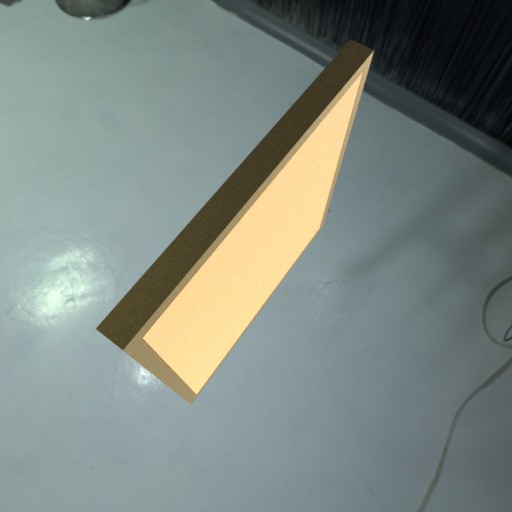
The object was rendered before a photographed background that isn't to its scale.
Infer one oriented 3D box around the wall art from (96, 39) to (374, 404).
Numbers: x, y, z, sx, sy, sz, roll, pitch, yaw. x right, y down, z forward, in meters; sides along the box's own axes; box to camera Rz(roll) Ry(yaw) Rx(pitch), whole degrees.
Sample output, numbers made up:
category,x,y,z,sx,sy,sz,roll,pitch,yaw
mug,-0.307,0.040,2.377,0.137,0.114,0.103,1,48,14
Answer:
category,x,y,z,sx,sy,sz,roll,pitch,yaw
wall art,0.000,0.000,1.924,0.095,1.284,1.284,33,70,14
